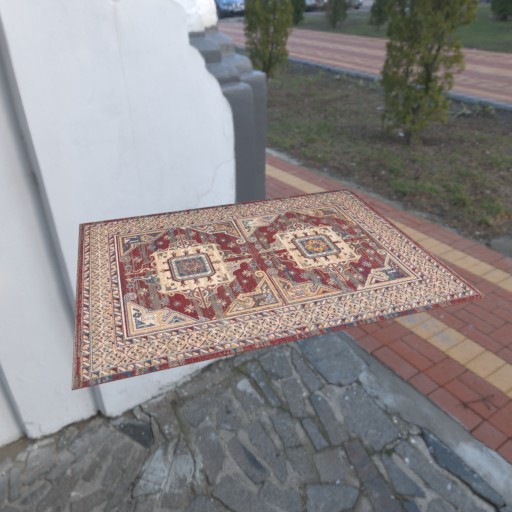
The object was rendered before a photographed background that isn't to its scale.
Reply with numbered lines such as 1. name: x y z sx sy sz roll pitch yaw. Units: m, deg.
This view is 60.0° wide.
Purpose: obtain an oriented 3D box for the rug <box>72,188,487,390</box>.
1. rug: 0.000 0.000 4.174 3.197 0.013 2.381 -9 33 -15
